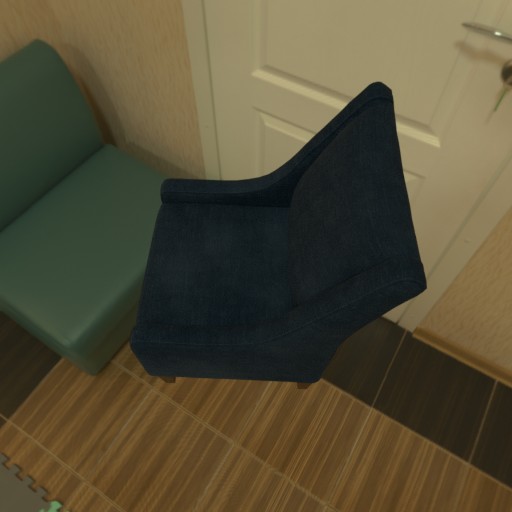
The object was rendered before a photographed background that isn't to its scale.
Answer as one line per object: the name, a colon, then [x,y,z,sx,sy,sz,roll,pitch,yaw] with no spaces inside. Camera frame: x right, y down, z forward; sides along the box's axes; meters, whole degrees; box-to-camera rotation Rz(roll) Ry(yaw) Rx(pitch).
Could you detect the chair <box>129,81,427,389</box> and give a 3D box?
chair: [0.000,0.000,1.672,0.870,1.014,0.774,2,58,1]
